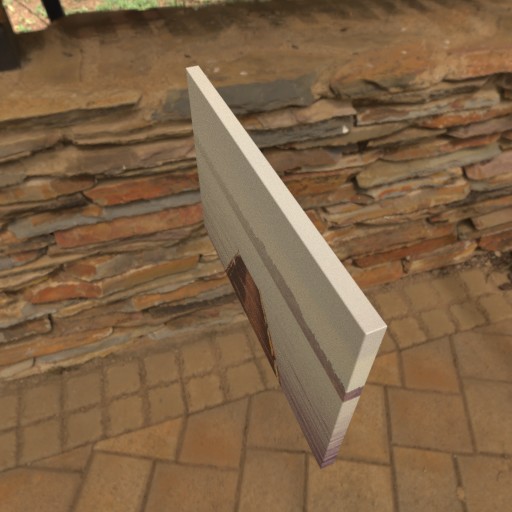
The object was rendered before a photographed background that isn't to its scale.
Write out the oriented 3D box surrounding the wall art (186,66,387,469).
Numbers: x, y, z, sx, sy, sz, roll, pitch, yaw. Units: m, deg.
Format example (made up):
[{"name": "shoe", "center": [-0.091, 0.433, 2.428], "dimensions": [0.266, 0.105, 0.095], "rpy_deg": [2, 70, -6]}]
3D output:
[{"name": "wall art", "center": [0.000, 0.000, 1.150], "dimensions": [0.037, 0.609, 0.916], "rpy_deg": [-17, 50, -15]}]
